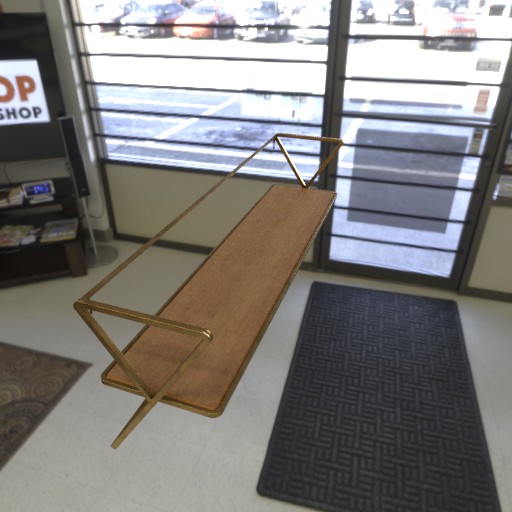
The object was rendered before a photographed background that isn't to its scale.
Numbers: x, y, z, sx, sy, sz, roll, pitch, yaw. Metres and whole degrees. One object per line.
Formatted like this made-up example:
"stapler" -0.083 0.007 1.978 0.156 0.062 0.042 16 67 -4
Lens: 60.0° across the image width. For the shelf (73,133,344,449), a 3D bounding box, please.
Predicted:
"shelf" 0.000 0.000 0.731 0.150 0.229 0.645 11 32 17
